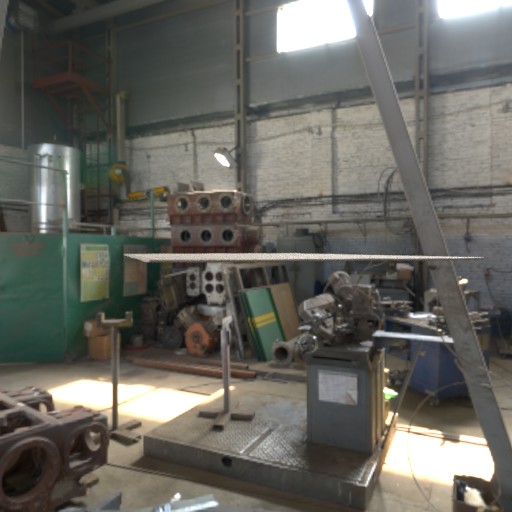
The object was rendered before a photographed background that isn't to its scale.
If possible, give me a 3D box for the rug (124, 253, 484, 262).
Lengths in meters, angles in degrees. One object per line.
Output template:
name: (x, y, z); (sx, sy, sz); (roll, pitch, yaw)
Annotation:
rug: (0.000, 0.000, 4.473); (2.436, 0.026, 3.381); (0, 1, -19)
